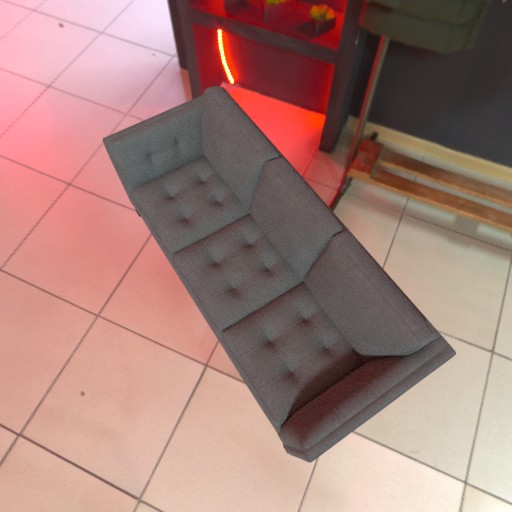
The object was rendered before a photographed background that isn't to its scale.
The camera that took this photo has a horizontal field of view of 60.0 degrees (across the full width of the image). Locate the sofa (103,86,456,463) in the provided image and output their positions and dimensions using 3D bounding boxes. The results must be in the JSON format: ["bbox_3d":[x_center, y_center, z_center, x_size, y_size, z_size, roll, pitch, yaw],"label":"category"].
[{"bbox_3d":[0.000,0.000,2.927,0.965,0.940,2.387,-30,66,-15],"label":"sofa"}]
